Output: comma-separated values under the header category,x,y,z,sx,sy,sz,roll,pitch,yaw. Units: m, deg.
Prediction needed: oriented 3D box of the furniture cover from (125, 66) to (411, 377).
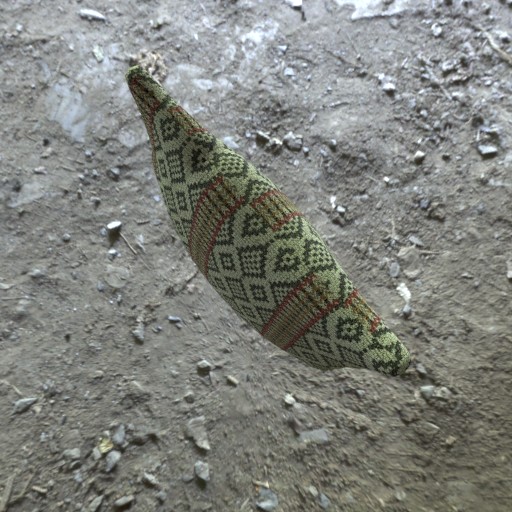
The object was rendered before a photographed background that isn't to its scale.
category,x,y,z,sx,sy,sz,roll,pitch,yaw
furniture cover,0.000,0.000,0.771,0.182,0.506,0.503,-40,79,-9
